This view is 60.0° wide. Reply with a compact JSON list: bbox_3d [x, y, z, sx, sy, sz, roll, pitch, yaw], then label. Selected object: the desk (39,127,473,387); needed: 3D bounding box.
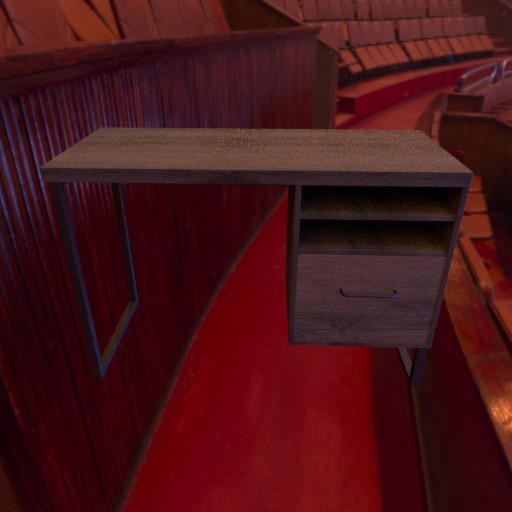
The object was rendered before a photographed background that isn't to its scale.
[{"bbox_3d":[0.000,0.000,1.530,1.134,0.752,0.511,1,29,2],"label":"desk"}]
